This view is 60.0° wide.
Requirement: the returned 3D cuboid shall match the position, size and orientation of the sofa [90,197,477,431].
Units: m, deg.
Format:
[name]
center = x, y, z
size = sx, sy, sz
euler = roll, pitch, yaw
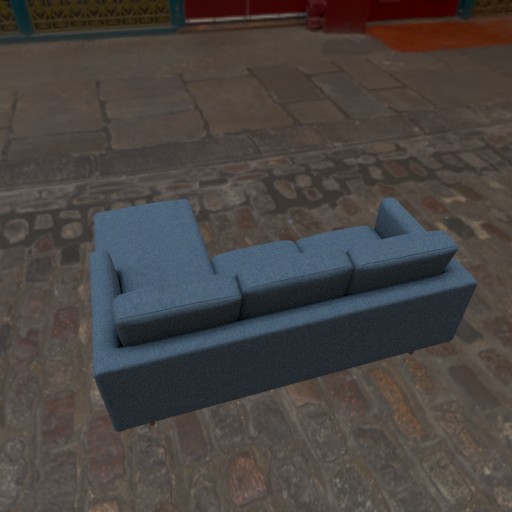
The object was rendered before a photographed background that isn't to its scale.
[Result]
[sofa]
center = 0.000, 0.000, 2.953
size = 2.055, 0.957, 1.667
euler = -11, 42, -13
